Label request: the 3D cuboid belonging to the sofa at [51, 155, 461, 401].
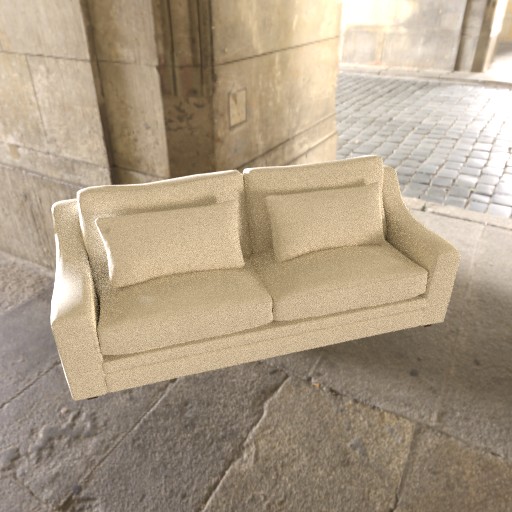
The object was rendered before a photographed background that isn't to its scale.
[{"bbox_3d":[0.000,0.000,2.955,2.470,1.022,1.009,-9,33,-14],"label":"sofa"}]
